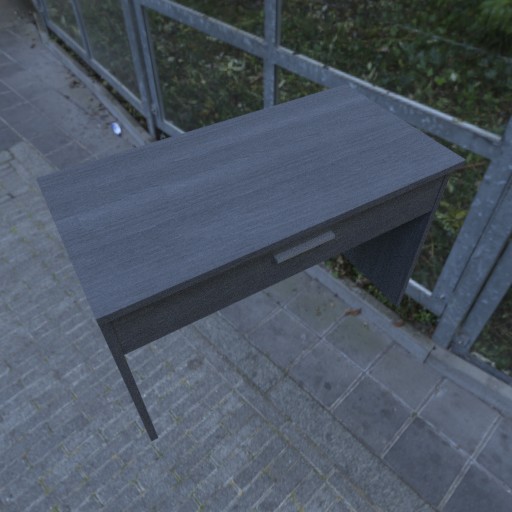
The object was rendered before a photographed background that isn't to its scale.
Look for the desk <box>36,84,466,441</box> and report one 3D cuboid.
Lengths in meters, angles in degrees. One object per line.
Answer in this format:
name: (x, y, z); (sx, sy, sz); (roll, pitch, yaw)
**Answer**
desk: (0.000, 0.000, 1.532); (1.099, 0.729, 0.557); (-24, 51, -21)
